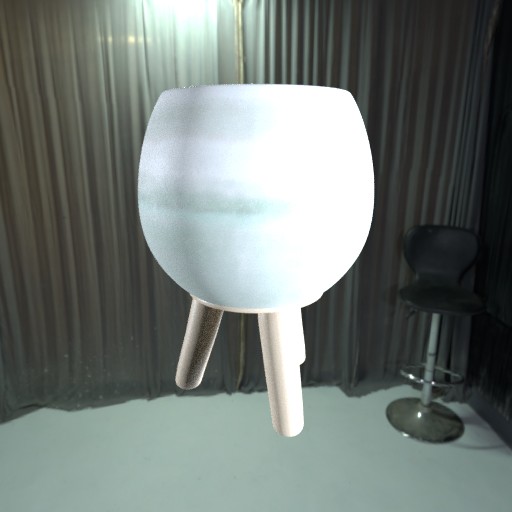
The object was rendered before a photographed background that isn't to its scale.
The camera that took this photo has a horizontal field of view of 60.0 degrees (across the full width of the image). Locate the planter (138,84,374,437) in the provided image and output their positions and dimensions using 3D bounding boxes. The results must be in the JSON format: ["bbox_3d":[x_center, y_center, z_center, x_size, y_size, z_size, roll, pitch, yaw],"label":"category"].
[{"bbox_3d":[0.000,0.000,0.325,0.161,0.224,0.161,0,15,0],"label":"planter"}]
